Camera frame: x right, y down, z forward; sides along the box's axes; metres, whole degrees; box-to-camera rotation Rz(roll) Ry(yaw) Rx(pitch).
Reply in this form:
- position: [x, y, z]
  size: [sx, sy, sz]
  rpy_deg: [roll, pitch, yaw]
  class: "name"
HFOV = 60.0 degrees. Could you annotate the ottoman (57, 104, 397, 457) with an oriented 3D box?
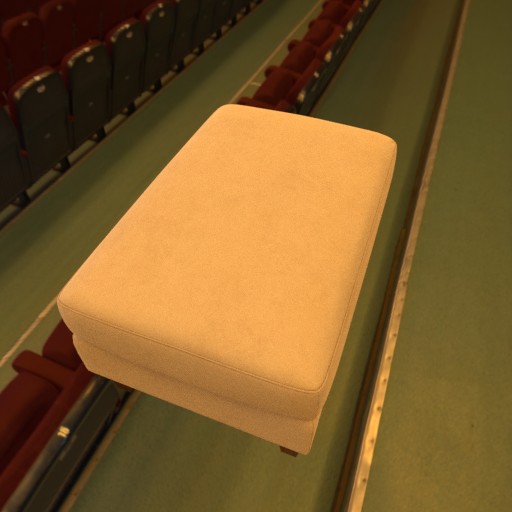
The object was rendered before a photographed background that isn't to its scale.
- position: [0.000, 0.000, 1.214]
  size: [0.584, 0.483, 0.864]
  rpy_deg: [16, 50, 14]
  class: "ottoman"
